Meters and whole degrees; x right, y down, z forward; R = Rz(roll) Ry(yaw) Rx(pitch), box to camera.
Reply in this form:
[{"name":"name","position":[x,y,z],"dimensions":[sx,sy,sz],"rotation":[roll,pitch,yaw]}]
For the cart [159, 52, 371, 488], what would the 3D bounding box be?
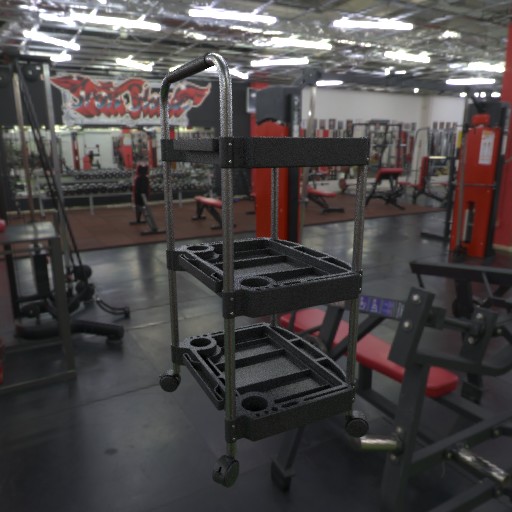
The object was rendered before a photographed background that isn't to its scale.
[{"name":"cart","position":[0.000,0.000,1.366],"dimensions":[0.518,1.075,0.584],"rotation":[-7,16,-26]}]
